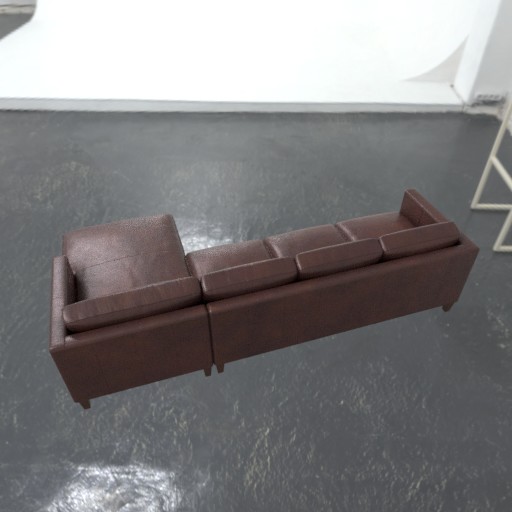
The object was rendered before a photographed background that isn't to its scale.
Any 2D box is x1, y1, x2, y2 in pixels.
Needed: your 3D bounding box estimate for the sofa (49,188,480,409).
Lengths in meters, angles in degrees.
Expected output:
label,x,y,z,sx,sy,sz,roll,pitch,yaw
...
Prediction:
label,x,y,z,sx,sy,sz,roll,pitch,yaw
sofa,0.000,0.000,3.858,3.203,0.883,1.581,-12,42,-13
